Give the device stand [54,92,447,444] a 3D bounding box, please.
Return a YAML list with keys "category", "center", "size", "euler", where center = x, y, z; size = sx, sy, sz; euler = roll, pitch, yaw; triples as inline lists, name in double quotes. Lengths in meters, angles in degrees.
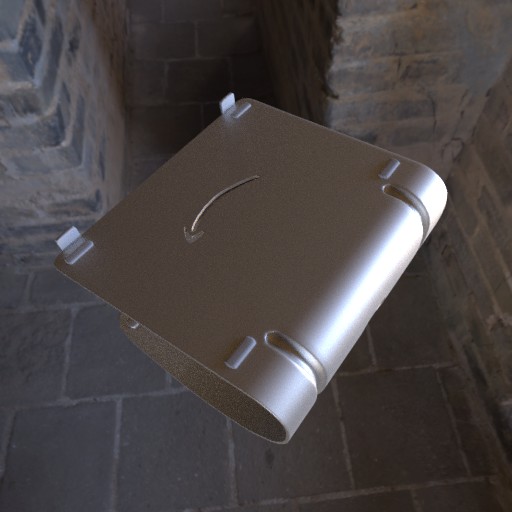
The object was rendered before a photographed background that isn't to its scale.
- category: "device stand"
  center: [0.000, 0.000, 0.413]
  size: [0.236, 0.155, 0.256]
  euler: [33, 64, 18]
